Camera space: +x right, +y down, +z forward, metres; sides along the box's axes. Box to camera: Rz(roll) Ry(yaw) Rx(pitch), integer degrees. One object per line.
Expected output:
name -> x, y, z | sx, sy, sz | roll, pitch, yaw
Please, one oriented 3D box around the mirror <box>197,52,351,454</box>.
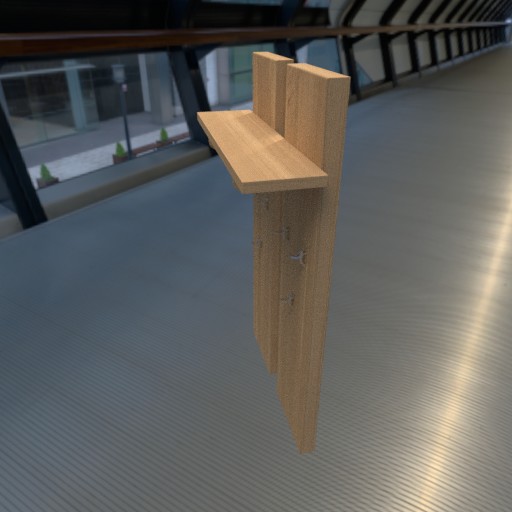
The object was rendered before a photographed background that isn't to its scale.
mirror -> 0.000, 0.000, 1.556 | 0.260, 1.250, 0.800 | -7, 30, -12
